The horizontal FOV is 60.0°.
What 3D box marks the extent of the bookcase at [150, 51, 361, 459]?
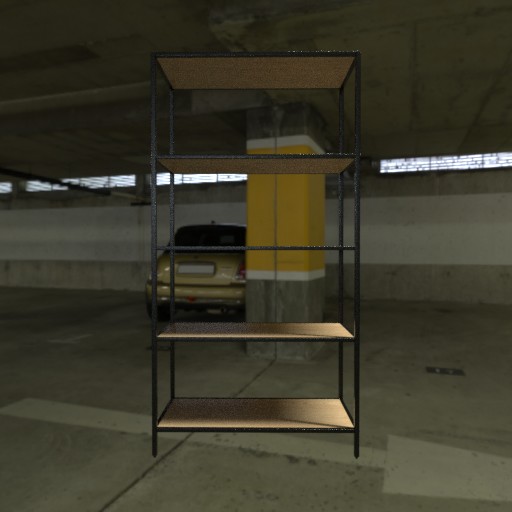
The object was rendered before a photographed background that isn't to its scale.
[{"bbox_3d":[0.000,0.000,1.806,0.770,1.500,0.350,0,1,1],"label":"bookcase"}]
